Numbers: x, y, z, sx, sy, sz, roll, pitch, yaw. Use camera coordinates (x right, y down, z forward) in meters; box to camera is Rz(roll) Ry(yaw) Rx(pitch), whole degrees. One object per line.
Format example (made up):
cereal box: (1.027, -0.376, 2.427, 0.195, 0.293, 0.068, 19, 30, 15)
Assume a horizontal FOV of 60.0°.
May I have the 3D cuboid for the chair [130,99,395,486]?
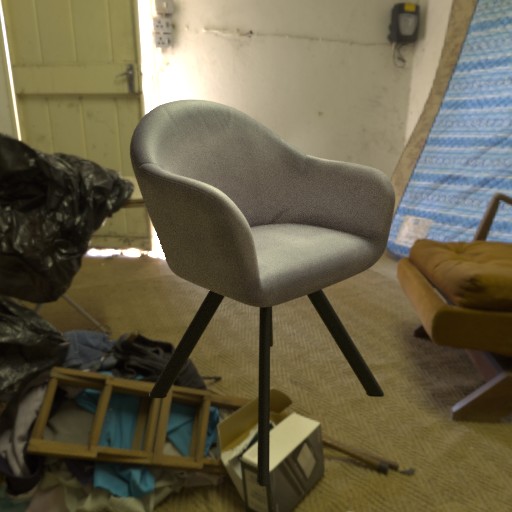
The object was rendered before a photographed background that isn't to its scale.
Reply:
chair: (0.000, 0.000, 1.143, 0.570, 0.780, 0.540, -15, 22, -42)
